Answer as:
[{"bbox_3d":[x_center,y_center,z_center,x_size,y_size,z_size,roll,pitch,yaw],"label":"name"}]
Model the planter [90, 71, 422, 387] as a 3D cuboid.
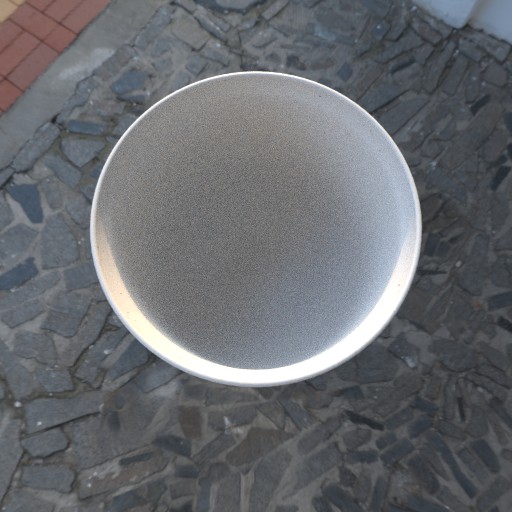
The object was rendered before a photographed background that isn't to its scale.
[{"bbox_3d":[0.000,0.000,0.485,0.268,0.270,0.268,0,76,0],"label":"planter"}]
